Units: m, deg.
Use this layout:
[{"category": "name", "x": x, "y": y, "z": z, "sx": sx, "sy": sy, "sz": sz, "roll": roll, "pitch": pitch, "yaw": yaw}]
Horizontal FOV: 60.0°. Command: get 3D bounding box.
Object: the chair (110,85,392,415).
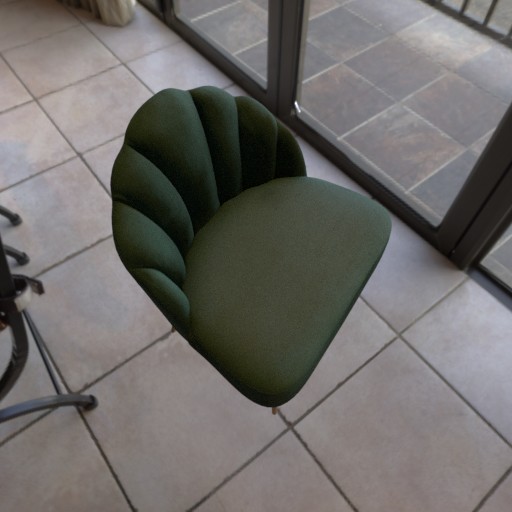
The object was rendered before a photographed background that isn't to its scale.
[{"category": "chair", "x": 0.000, "y": 0.000, "z": 1.258, "sx": 0.599, "sy": 0.819, "sz": 0.657, "roll": 29, "pitch": 62, "yaw": 17}]
